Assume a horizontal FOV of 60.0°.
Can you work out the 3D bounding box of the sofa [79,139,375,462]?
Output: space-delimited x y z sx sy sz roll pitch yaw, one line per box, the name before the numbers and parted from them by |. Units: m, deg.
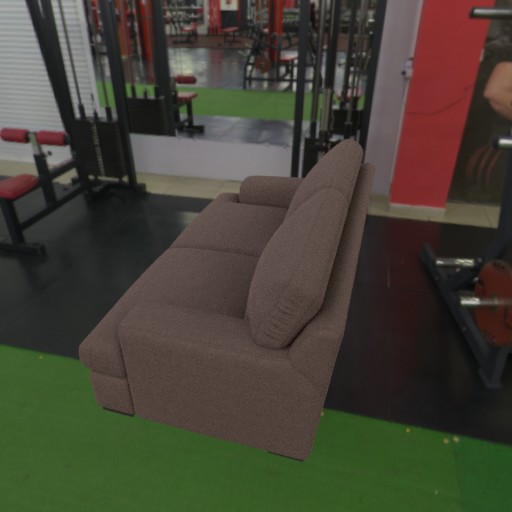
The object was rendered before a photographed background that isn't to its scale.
sofa | 0.000 0.000 2.518 1.140 0.950 1.869 9 32 14
